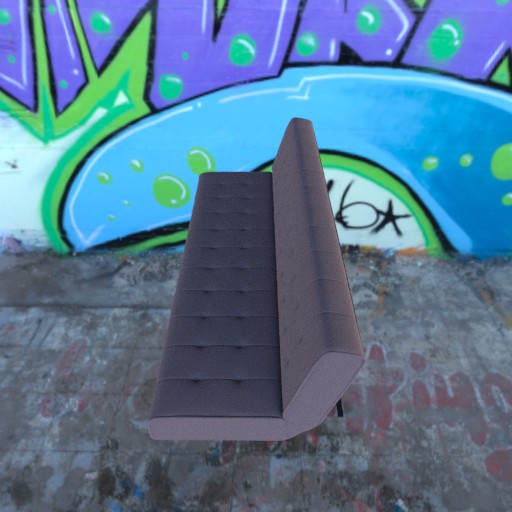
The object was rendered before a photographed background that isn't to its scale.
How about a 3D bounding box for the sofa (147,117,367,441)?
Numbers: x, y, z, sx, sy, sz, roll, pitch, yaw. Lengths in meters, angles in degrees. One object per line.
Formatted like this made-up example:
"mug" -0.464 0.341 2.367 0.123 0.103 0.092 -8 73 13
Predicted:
"sofa" 0.000 0.000 2.140 0.747 0.699 1.703 0 40 0
